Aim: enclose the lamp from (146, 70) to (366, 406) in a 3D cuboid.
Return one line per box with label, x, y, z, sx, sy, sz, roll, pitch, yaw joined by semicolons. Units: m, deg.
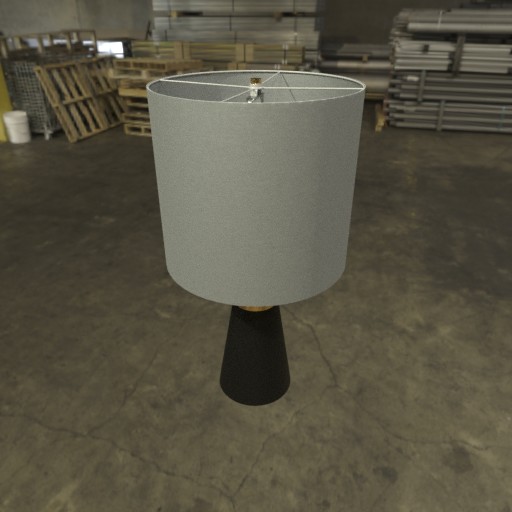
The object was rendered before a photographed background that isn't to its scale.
lamp;0.000;0.000;0.774;0.308;0.580;0.308;8;30;14
